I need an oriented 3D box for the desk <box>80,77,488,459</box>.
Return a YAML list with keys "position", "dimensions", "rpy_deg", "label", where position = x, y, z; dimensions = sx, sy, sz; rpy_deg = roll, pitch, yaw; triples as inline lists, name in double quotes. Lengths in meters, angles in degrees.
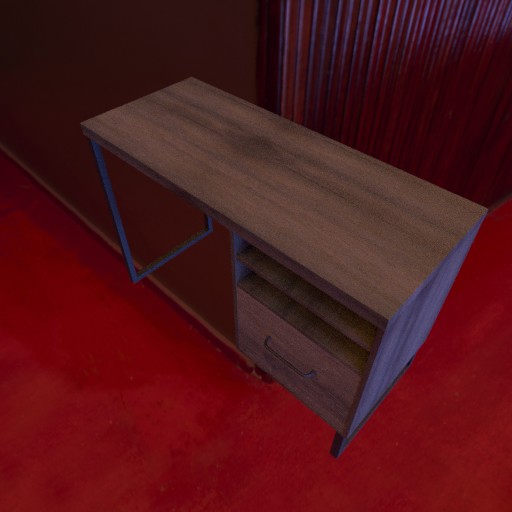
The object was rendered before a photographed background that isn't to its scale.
- position: [0.000, 0.000, 1.528]
  dimensions: [1.134, 0.752, 0.511]
  rpy_deg: [34, 54, 29]
  label: "desk"
